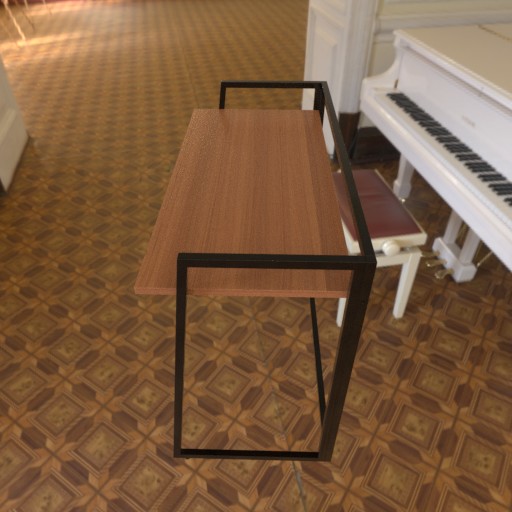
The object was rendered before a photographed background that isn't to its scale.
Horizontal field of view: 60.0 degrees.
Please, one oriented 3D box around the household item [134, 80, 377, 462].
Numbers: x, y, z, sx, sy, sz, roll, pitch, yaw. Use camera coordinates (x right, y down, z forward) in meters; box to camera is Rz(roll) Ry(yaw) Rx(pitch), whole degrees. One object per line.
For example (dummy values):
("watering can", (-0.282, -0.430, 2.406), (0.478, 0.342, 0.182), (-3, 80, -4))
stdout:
("household item", (0.000, 0.000, 1.559), (0.510, 0.860, 1.050), (1, 40, 1))
